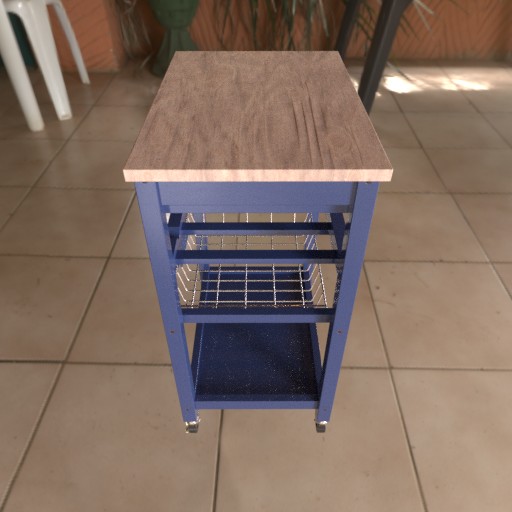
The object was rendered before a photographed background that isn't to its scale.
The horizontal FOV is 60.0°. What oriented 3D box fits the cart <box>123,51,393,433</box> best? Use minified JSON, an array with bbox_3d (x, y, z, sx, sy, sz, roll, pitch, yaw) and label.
[{"bbox_3d":[0.000,0.000,1.146,0.403,0.839,0.584,0,41,0],"label":"cart"}]
